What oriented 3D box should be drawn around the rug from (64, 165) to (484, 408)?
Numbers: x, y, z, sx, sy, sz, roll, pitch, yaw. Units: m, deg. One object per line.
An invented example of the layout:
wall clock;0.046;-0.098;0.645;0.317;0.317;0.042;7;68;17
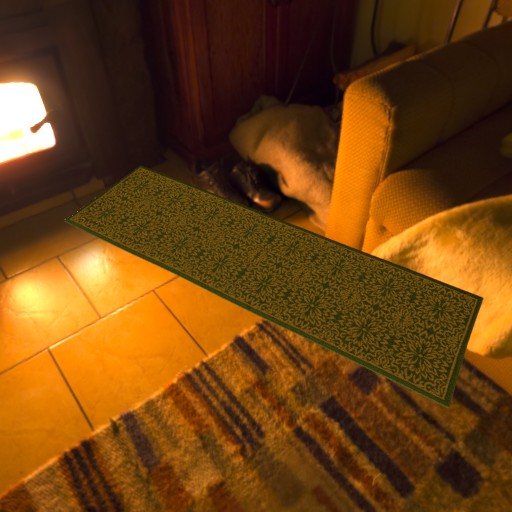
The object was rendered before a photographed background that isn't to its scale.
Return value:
rug;0.000;0.000;2.361;2.196;0.011;0.662;23;50;21
